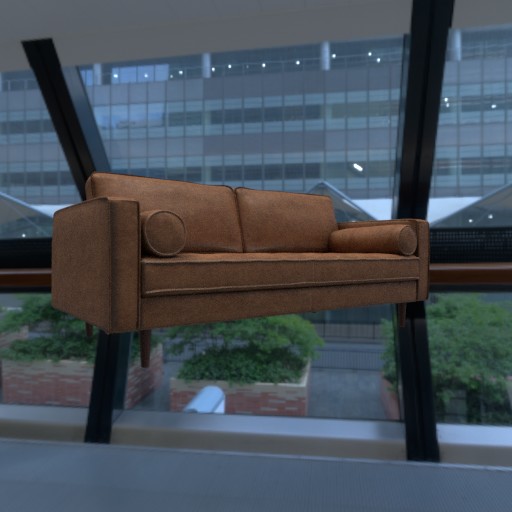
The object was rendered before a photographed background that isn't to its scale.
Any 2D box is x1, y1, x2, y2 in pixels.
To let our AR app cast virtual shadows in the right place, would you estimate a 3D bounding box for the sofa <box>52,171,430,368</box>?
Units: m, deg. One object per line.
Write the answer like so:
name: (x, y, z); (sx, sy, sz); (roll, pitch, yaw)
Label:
sofa: (0.000, 0.000, 2.420); (1.920, 0.825, 0.924); (0, 0, -36)
